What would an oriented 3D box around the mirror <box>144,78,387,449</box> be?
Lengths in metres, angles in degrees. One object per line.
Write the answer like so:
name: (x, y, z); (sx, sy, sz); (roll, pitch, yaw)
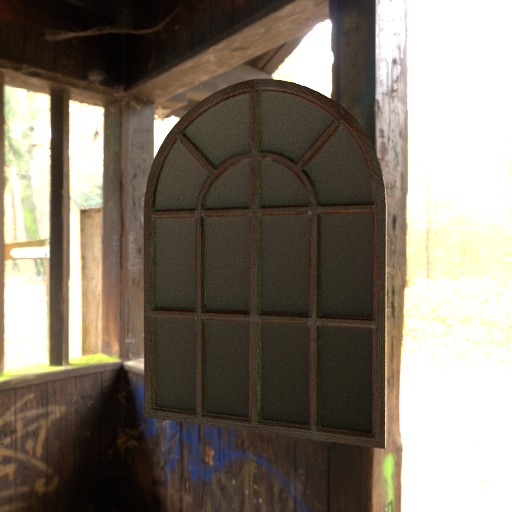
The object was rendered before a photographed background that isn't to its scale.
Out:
mirror: (0.000, 0.000, 1.171); (0.660, 0.920, 0.032); (0, 1, 18)
